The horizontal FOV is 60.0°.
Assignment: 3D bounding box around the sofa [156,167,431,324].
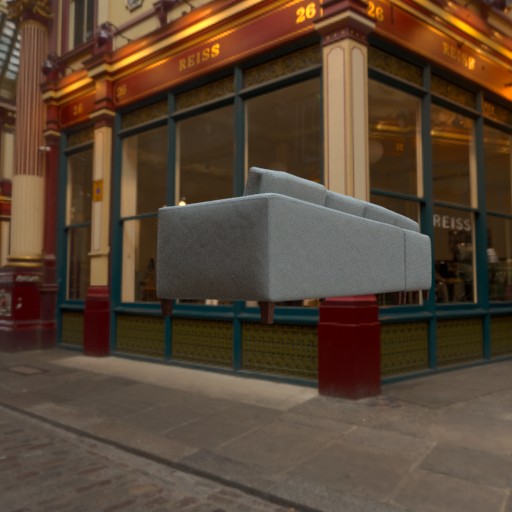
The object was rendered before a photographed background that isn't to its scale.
[{"bbox_3d":[0.000,0.000,4.457,2.592,0.947,3.301,-2,-4,36],"label":"sofa"}]
